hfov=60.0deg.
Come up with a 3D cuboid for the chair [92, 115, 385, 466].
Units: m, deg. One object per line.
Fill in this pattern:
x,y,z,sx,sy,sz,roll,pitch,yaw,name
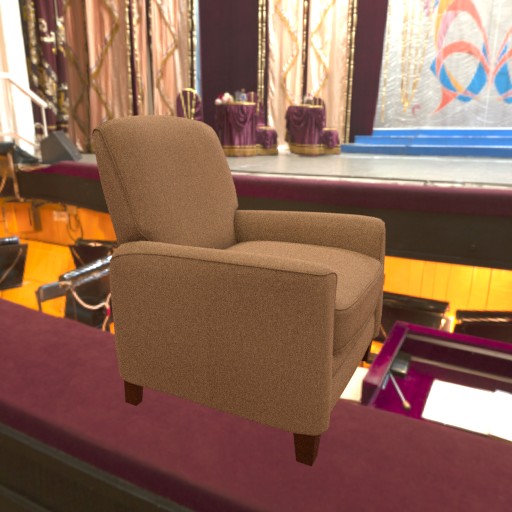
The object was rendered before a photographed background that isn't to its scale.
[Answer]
0.000,0.000,1.652,0.864,1.014,0.848,8,17,26,chair
